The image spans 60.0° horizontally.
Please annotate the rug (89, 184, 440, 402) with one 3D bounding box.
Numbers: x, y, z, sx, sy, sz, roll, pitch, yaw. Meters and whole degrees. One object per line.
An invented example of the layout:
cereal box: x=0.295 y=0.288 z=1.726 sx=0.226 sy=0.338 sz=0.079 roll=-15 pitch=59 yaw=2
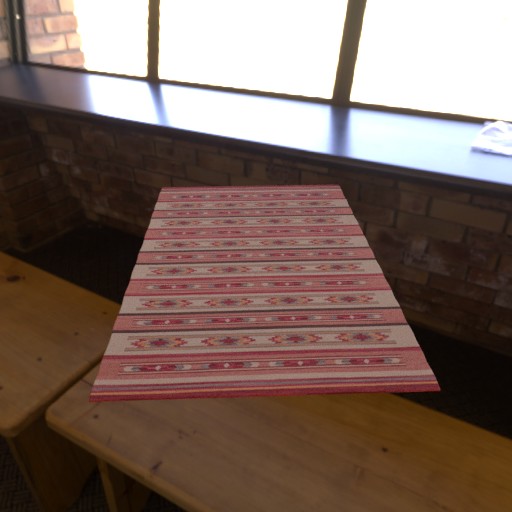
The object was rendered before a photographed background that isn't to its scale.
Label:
rug: x=0.000 y=0.000 z=2.293 sx=1.223 sy=0.008 sz=1.817 roll=-1 pitch=32 yaw=-2
